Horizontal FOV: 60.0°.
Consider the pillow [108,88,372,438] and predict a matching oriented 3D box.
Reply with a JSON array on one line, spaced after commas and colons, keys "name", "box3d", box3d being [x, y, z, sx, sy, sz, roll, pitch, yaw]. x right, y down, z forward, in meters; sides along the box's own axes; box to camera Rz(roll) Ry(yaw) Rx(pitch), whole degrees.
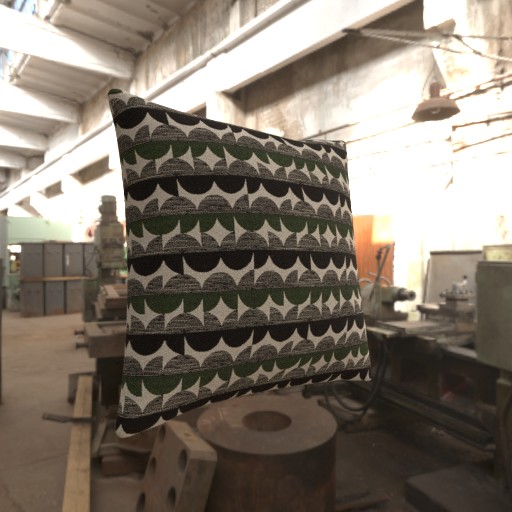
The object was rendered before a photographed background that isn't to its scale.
[{"name": "pillow", "box3d": [0.000, 0.000, 0.630, 0.419, 0.404, 0.180, 0, -1, -36]}]
